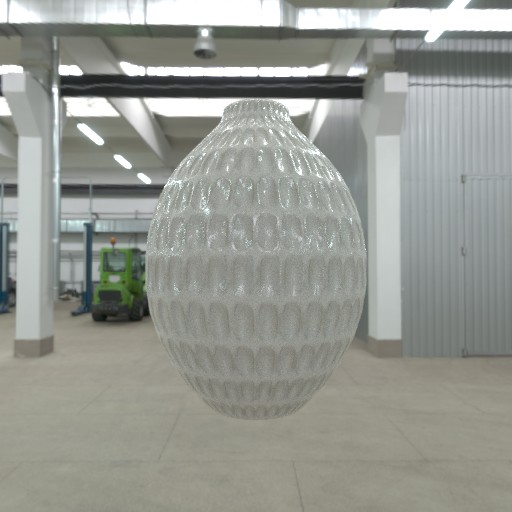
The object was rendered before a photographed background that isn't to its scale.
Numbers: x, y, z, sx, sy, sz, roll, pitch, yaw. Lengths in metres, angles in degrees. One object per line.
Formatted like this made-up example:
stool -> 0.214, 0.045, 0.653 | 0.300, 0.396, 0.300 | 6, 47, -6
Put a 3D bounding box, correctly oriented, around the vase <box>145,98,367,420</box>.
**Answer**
vase -> 0.000, 0.000, 0.334 | 0.162, 0.223, 0.162 | 0, -1, 0
